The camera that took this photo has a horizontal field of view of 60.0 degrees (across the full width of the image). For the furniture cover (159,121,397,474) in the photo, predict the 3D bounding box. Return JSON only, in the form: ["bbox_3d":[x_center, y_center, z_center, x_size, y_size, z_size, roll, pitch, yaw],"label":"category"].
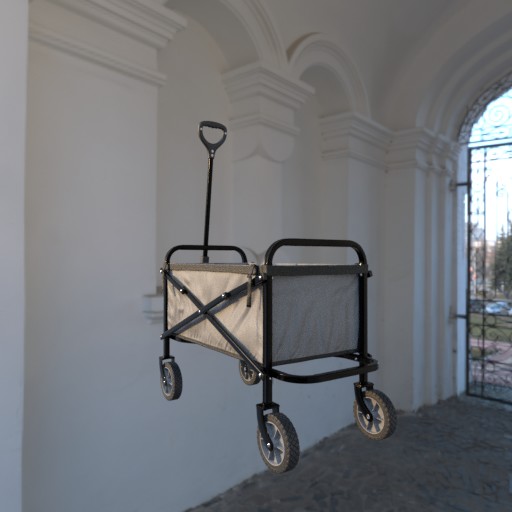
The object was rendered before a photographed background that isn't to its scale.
[{"bbox_3d":[0.000,0.000,1.817,0.532,1.295,1.038,0,0,-34],"label":"furniture cover"}]
